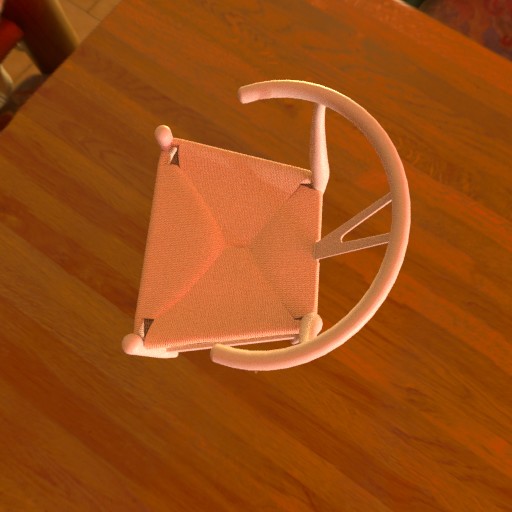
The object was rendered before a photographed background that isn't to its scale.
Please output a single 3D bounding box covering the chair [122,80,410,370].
[{"bbox_3d":[0.000,0.000,1.064,0.500,0.736,0.533,5,75,1],"label":"chair"}]
